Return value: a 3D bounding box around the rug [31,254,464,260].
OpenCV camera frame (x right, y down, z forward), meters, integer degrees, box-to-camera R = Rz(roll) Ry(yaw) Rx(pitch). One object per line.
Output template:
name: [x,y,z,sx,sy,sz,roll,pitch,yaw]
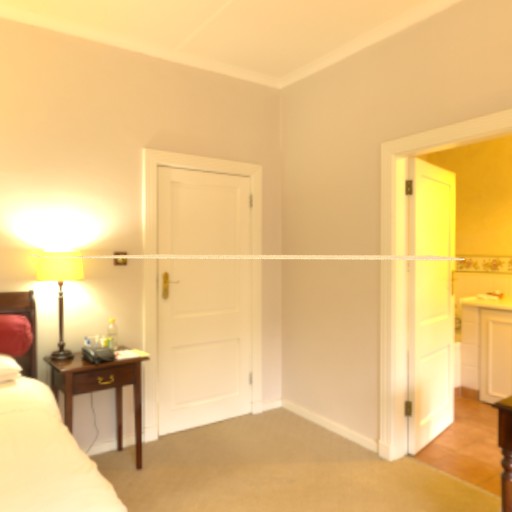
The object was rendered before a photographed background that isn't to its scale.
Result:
rug: [0.000,0.000,3.068,2.434,0.023,1.518,0,1,17]
